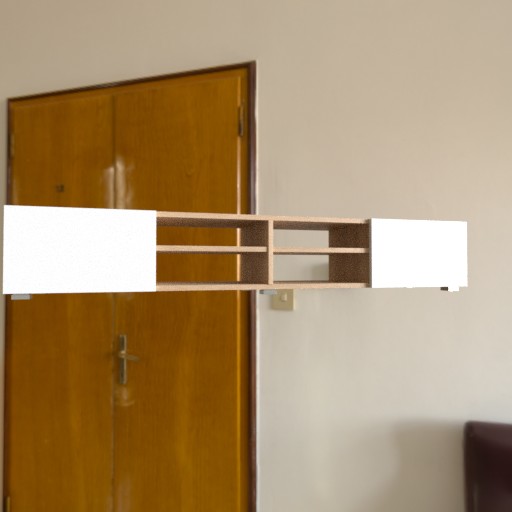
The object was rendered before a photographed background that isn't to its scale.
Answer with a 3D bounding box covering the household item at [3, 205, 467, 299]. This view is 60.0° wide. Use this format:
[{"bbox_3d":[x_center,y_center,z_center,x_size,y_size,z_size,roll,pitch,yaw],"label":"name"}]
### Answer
[{"bbox_3d":[0.000,0.000,1.915,1.850,0.310,0.420,0,-1,-17],"label":"household item"}]
